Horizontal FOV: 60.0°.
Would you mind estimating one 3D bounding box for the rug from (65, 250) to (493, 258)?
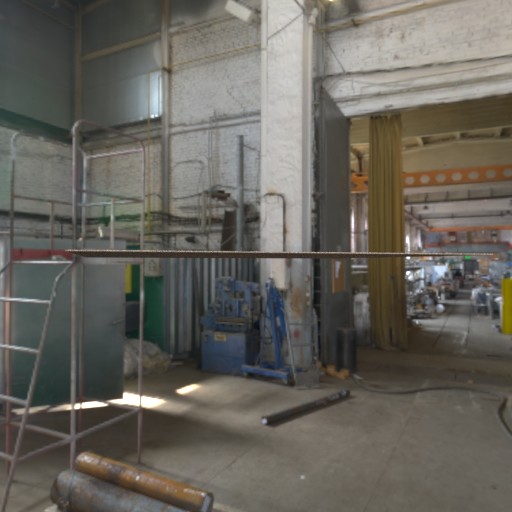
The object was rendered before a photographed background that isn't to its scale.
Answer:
[{"bbox_3d":[0.000,0.000,4.096,3.046,0.008,2.442,0,-1,-18],"label":"rug"}]
